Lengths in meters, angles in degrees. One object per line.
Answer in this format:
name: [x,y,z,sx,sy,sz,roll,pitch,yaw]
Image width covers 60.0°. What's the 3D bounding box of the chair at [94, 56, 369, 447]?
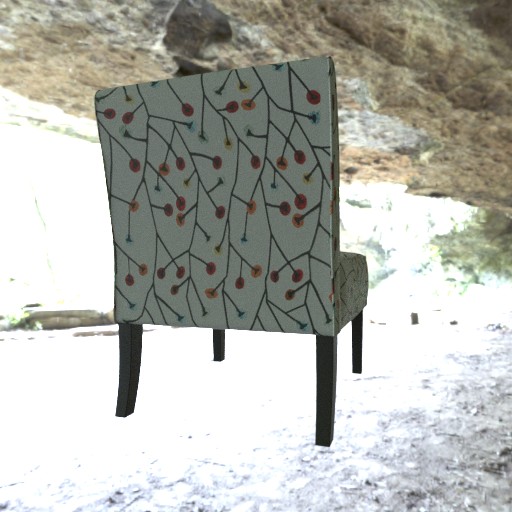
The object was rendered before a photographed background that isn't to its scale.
chair: [0.000,0.000,1.311,0.597,0.813,0.732,0,0,19]
